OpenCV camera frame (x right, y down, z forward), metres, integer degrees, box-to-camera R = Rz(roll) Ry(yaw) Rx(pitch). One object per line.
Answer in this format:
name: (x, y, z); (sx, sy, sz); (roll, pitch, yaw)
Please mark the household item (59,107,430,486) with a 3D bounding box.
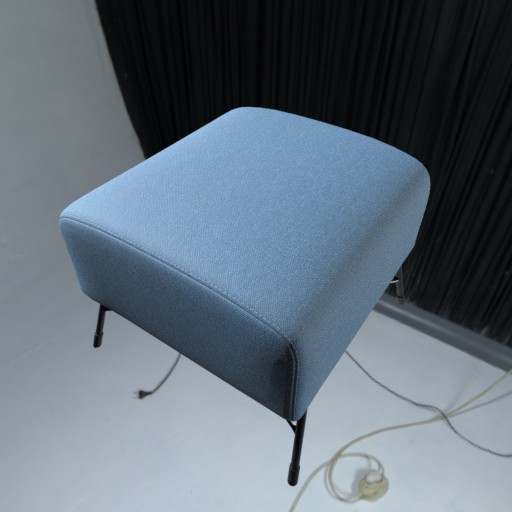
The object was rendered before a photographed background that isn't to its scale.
household item: (0.000, 0.000, 0.900); (0.530, 0.420, 0.530); (25, 48, 25)
